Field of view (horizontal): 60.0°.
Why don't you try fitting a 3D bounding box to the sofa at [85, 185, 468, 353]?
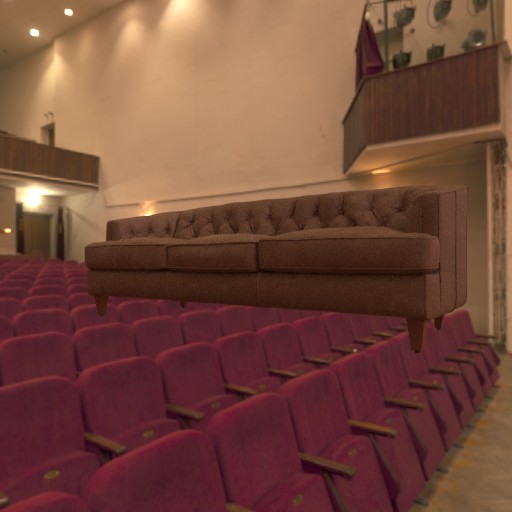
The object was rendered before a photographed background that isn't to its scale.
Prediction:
[{"bbox_3d":[0.000,0.000,2.627,2.227,0.787,0.927,-1,-1,36],"label":"sofa"}]
